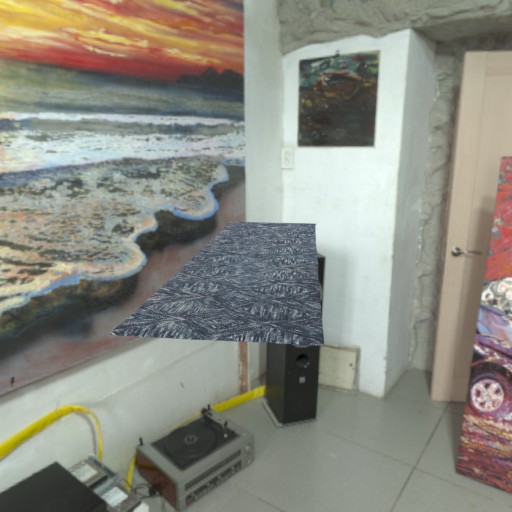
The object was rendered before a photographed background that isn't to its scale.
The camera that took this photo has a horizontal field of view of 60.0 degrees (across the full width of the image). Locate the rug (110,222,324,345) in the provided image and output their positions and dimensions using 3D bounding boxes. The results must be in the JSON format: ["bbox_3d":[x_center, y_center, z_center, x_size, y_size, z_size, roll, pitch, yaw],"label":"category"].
[{"bbox_3d":[0.000,0.000,2.535,0.719,0.013,2.306,2,14,6],"label":"rug"}]
